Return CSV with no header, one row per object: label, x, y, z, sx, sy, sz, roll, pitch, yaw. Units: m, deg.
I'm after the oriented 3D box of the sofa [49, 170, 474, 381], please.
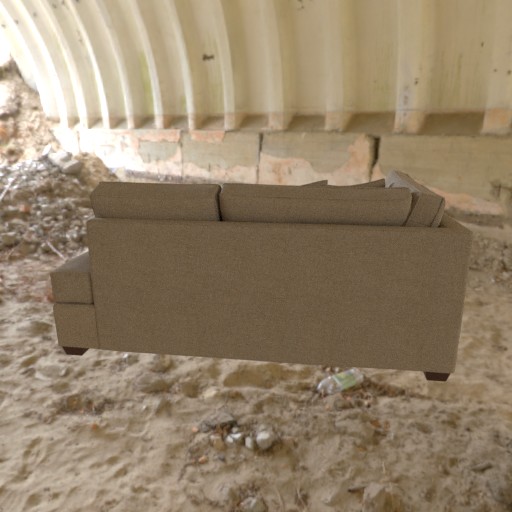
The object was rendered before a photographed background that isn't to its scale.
sofa,0.000,0.000,2.832,2.238,1.019,1.110,2,16,7
